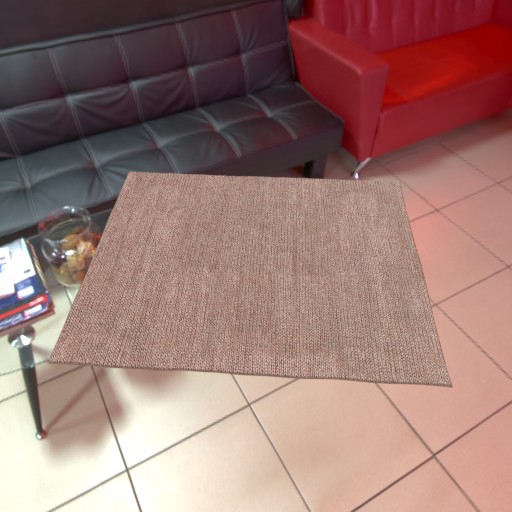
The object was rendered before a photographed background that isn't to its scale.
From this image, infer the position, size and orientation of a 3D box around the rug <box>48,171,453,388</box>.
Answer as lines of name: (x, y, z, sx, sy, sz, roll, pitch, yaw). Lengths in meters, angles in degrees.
rug: (0.000, 0.000, 4.137, 3.052, 0.030, 2.429, 3, 47, 2)
